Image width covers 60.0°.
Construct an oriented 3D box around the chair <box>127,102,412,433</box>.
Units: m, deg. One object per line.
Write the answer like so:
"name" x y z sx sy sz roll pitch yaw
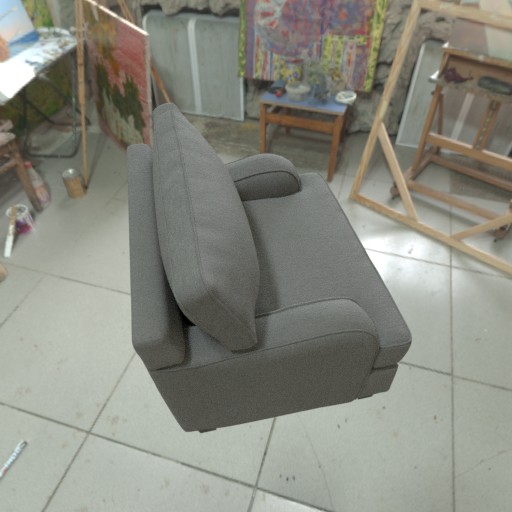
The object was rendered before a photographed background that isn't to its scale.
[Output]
"chair" 0.000 0.000 2.050 1.041 1.016 1.220 -9 46 -9
